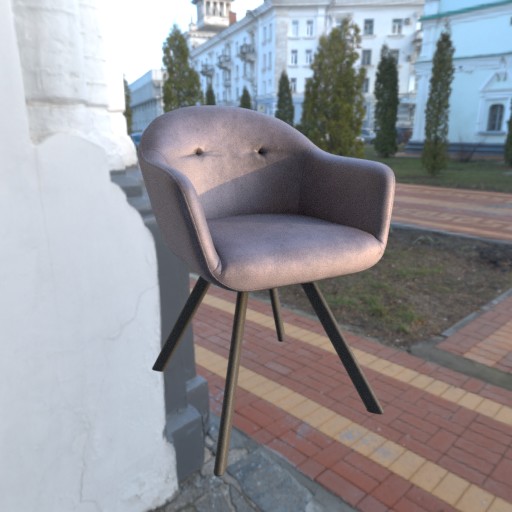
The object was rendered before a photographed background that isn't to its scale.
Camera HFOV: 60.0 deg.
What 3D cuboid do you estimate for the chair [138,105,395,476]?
[{"bbox_3d":[0.000,0.000,1.175,0.567,0.781,0.544,-8,18,-27],"label":"chair"}]
